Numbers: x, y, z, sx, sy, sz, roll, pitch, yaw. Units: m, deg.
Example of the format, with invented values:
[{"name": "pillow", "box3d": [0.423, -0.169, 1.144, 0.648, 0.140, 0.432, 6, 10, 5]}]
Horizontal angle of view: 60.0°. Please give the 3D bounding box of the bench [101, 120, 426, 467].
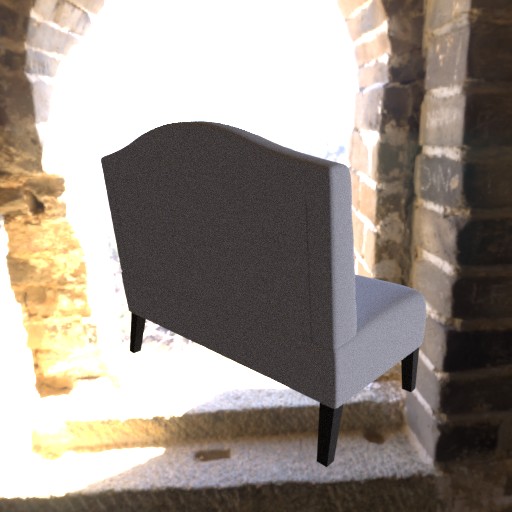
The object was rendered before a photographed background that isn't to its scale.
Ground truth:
[{"name": "bench", "box3d": [0.000, 0.000, 2.060, 1.335, 1.180, 0.815, 13, 20, 42]}]
